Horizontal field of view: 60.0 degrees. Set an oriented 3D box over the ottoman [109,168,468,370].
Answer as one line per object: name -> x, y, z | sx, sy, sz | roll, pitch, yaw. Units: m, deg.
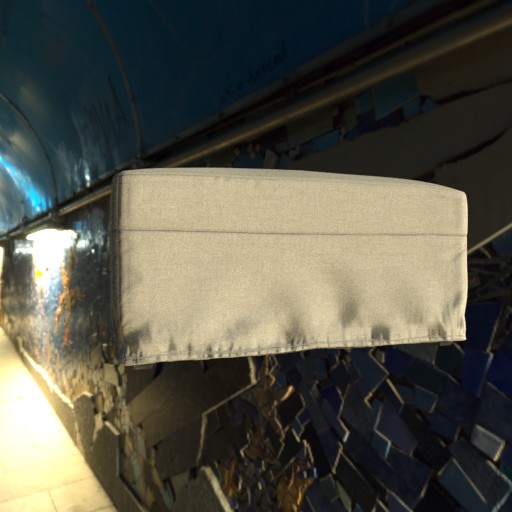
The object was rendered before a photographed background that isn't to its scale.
ottoman -> 0.000, 0.000, 1.331 | 0.840, 0.436, 0.843 | 0, 0, -18
